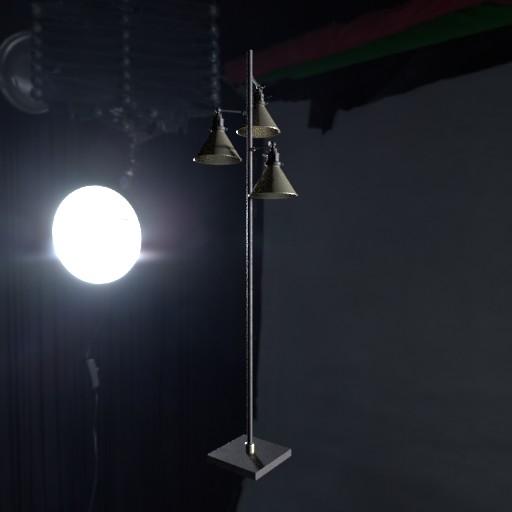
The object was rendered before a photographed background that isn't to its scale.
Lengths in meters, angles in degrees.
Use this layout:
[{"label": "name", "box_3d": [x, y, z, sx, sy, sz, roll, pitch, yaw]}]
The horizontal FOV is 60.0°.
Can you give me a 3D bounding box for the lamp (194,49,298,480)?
[{"label": "lamp", "box_3d": [0.000, 0.000, 1.858, 0.415, 1.716, 0.428, 1, 1, 36]}]
